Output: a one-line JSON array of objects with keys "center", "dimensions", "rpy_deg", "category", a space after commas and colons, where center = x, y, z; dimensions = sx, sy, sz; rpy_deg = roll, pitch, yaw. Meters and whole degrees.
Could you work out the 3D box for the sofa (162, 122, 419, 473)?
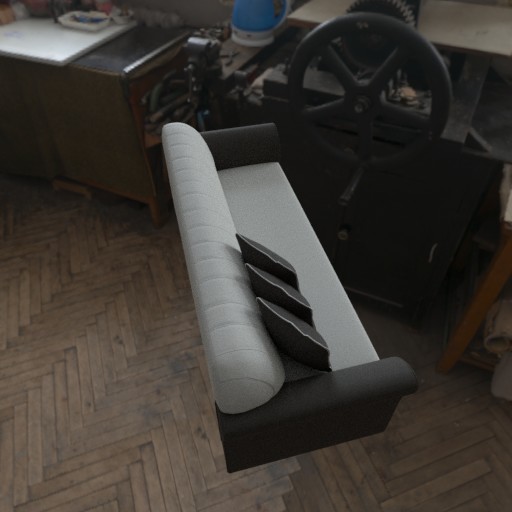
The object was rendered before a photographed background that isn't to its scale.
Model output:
[{"center": [0.000, 0.000, 2.411], "dimensions": [0.755, 0.787, 2.001], "rpy_deg": [-10, 47, -10], "category": "sofa"}]
